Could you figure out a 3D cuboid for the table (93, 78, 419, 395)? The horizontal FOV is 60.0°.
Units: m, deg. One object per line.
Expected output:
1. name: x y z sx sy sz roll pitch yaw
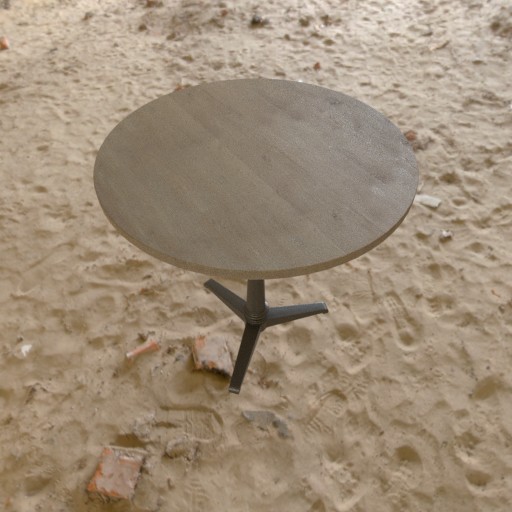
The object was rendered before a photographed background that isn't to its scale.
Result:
1. table: 0.000 0.000 1.408 0.800 0.780 0.800 0 47 0
